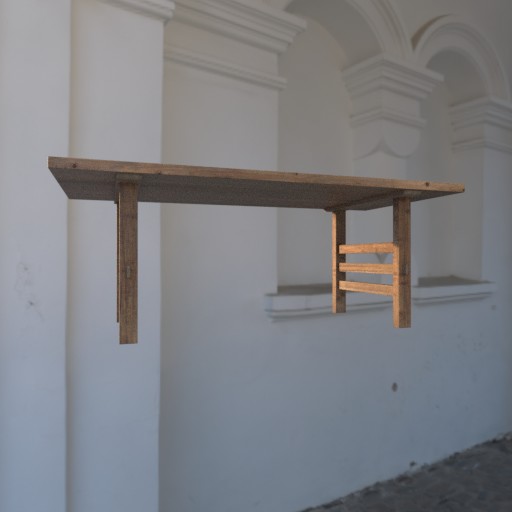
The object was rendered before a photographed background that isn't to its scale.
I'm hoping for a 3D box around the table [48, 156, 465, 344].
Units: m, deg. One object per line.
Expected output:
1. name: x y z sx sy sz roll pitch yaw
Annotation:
1. table: 0.000 0.000 2.468 2.003 0.760 0.952 0 0 -18
